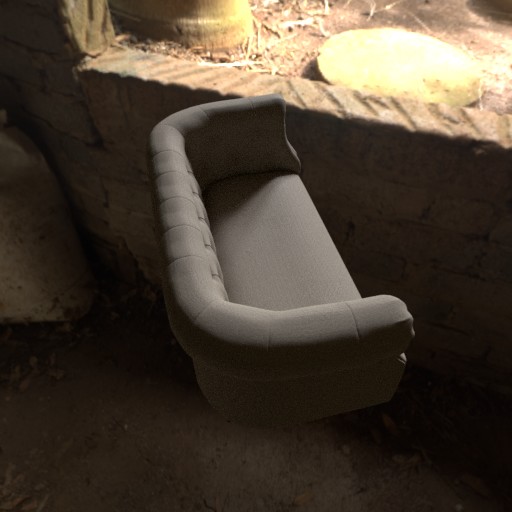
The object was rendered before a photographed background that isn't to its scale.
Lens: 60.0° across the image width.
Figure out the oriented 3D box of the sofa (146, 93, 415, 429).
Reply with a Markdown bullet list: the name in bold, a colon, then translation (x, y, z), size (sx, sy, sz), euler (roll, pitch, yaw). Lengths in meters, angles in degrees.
- **sofa**: translation (0.000, 0.000, 2.050), size (0.835, 0.827, 1.558), euler (-10, 48, -9)
